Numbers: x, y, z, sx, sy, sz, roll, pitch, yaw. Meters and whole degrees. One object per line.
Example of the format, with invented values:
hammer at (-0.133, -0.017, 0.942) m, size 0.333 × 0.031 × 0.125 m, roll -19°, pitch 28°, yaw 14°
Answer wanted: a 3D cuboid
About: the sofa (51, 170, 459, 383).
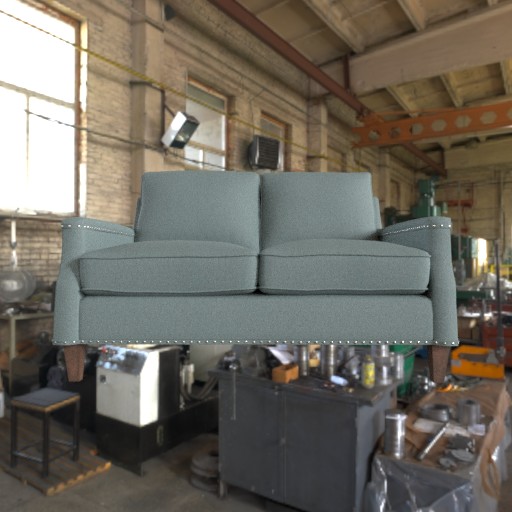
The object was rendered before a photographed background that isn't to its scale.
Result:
sofa at (0.000, 0.000, 2.242) m, size 1.597 × 1.003 × 1.084 m, roll 0°, pitch -1°, yaw 1°
